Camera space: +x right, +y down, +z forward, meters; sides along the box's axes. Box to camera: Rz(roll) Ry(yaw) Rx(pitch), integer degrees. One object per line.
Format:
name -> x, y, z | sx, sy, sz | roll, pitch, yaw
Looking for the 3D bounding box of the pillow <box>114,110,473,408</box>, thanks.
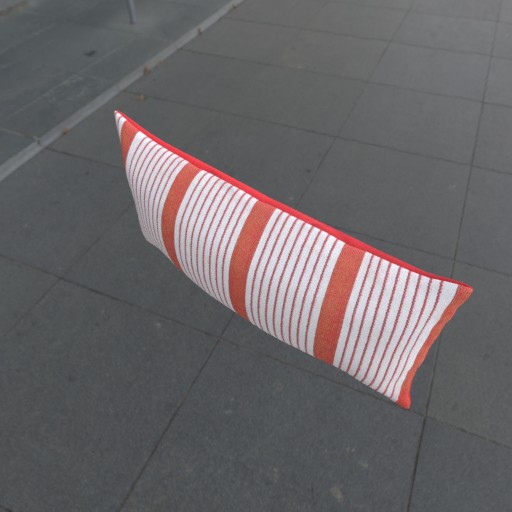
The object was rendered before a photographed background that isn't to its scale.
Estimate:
pillow -> 0.000, 0.000, 0.714 | 0.608, 0.297, 0.151 | 30, 54, 25
